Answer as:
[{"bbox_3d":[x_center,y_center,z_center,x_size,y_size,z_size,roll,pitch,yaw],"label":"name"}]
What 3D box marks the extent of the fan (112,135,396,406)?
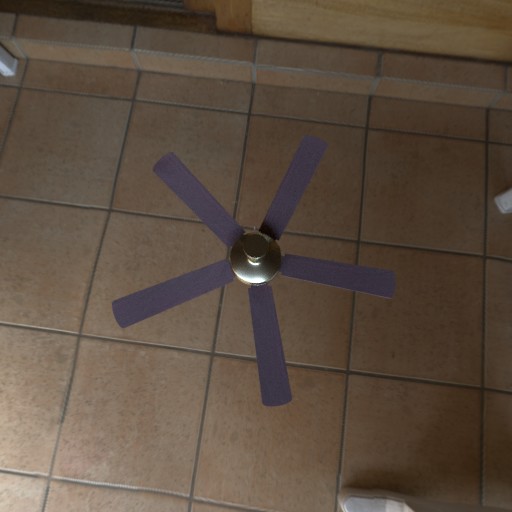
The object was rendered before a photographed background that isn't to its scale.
[{"bbox_3d":[0.000,0.000,2.027,1.321,0.356,1.321,2,77,0],"label":"fan"}]
